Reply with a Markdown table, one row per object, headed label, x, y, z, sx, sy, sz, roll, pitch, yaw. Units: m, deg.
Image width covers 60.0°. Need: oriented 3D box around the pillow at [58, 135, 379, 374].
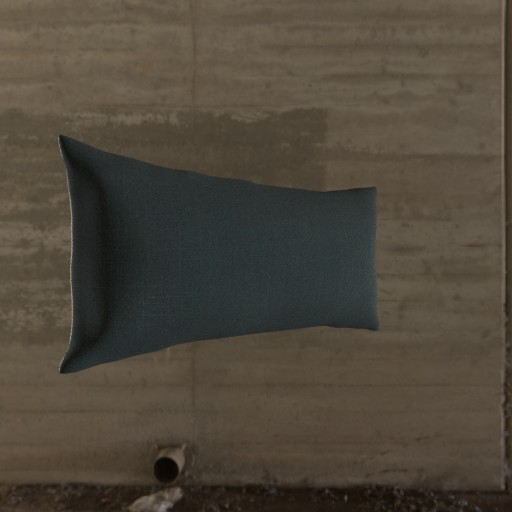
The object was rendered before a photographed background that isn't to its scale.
| label | x | y | z | sx | sy | sz | roll | pitch | yaw |
| --- | --- | --- | --- | --- | --- | --- | --- | --- | --- |
| pillow | 0.000 | 0.000 | 0.731 | 0.609 | 0.305 | 0.151 | 0 | 0 | -36 |
